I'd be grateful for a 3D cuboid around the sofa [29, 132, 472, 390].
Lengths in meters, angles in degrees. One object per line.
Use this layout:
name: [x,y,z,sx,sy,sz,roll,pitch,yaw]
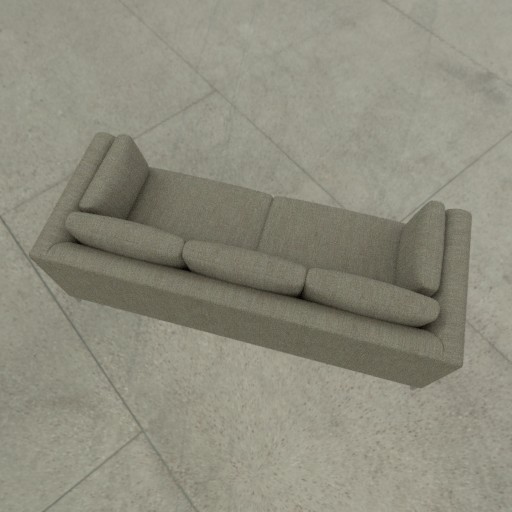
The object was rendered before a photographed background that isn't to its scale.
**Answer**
sofa: [0.000,0.000,2.846,2.415,0.867,0.969,13,64,7]
